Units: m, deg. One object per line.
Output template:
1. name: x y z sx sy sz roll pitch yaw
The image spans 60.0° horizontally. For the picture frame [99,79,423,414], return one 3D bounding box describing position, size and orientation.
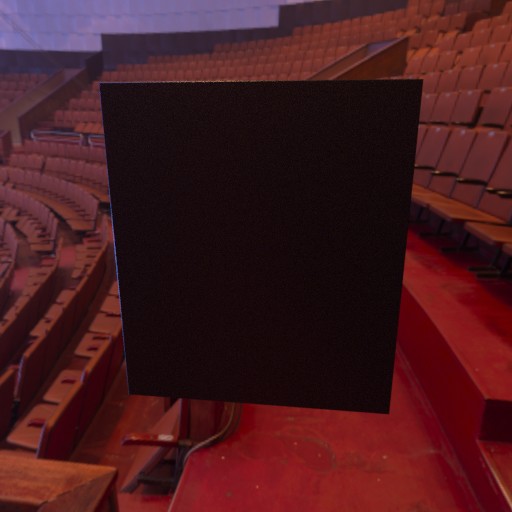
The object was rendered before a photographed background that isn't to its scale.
1. picture frame: 0.000 0.000 0.516 0.328 0.378 0.034 2 17 7
